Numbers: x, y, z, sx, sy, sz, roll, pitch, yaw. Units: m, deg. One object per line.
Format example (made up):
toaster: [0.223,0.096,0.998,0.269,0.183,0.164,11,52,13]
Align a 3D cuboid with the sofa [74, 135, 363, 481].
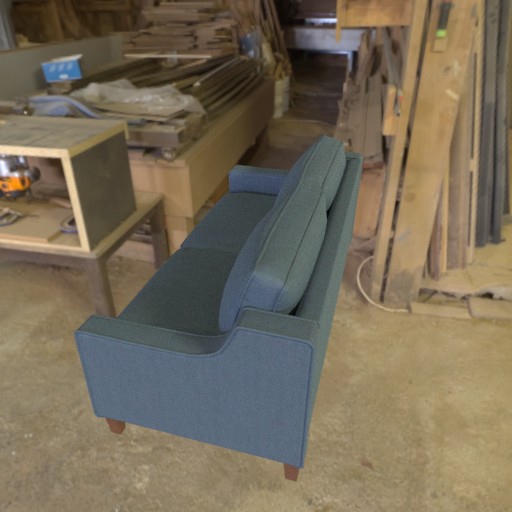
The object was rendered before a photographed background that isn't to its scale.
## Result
sofa: [0.000,0.000,2.756,1.066,1.071,2.178,8,32,14]
